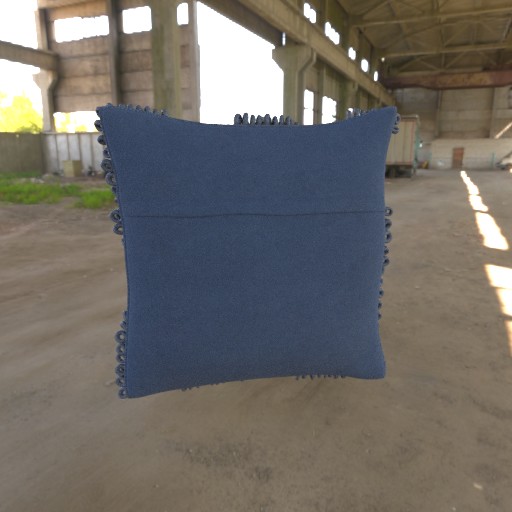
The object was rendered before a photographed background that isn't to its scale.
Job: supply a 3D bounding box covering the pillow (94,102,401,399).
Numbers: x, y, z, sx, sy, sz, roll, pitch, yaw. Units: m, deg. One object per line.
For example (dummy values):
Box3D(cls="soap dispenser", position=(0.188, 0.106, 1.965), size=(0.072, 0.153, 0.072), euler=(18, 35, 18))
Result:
Box3D(cls="pillow", position=(0.000, 0.000, 0.717), size=(0.469, 0.466, 0.172), euler=(-2, 14, -9))
